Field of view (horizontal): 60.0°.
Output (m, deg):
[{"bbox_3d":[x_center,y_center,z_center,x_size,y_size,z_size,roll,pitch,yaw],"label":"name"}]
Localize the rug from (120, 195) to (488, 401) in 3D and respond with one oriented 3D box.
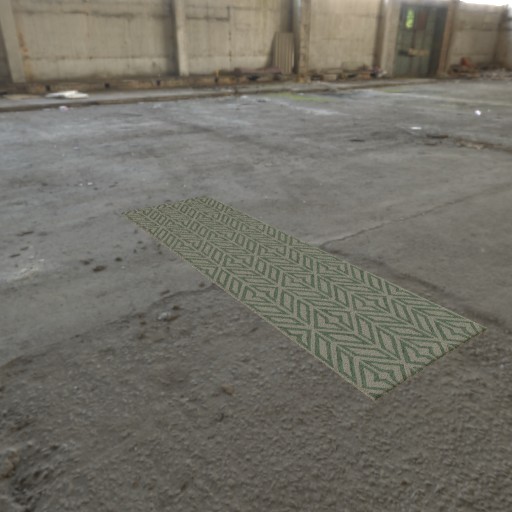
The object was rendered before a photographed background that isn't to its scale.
[{"bbox_3d":[0.000,0.000,2.639,0.750,0.009,2.435,-17,30,-32],"label":"rug"}]
